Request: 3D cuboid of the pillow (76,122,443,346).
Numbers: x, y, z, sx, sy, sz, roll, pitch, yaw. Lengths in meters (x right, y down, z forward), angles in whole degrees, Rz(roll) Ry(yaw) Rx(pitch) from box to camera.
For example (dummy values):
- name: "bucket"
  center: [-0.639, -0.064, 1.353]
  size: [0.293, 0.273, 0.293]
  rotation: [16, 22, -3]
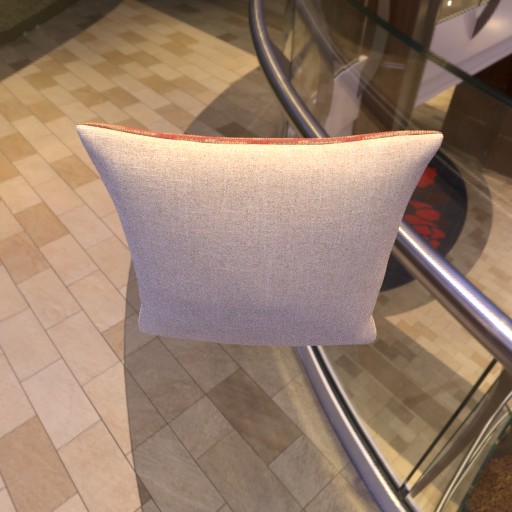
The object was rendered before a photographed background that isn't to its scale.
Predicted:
- name: "pillow"
  center: [0.000, 0.000, 0.784]
  size: [0.511, 0.503, 0.182]
  rotation: [2, 46, 2]
